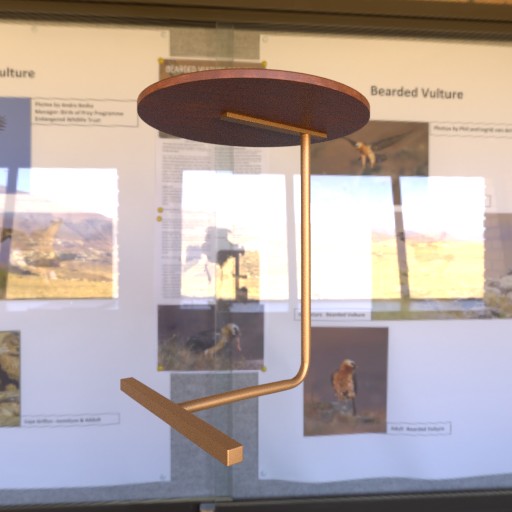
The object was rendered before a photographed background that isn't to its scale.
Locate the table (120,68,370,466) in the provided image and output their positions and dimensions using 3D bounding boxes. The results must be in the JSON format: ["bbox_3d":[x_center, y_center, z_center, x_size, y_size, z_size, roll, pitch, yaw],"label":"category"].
[{"bbox_3d":[0.000,0.000,1.104,0.577,0.706,0.530,0,1,-36],"label":"table"}]
